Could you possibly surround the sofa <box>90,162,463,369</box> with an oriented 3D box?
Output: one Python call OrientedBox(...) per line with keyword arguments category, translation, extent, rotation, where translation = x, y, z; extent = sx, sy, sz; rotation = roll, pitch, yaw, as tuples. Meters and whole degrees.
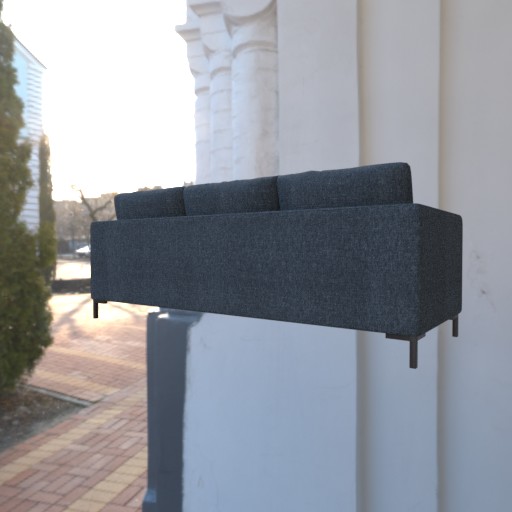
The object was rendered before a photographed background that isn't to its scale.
OrientedBox(category="sofa", translation=(0.000, 0.000, 2.746), extent=(2.218, 0.874, 0.859), rotation=(1, 1, 36))
